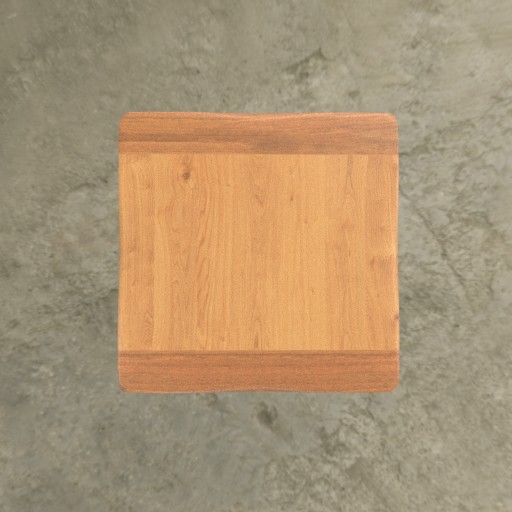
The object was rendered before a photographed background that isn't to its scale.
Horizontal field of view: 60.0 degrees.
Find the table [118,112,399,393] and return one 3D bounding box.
[{"bbox_3d":[0.000,0.000,0.937,0.360,0.740,0.360,0,89,-1],"label":"table"}]
